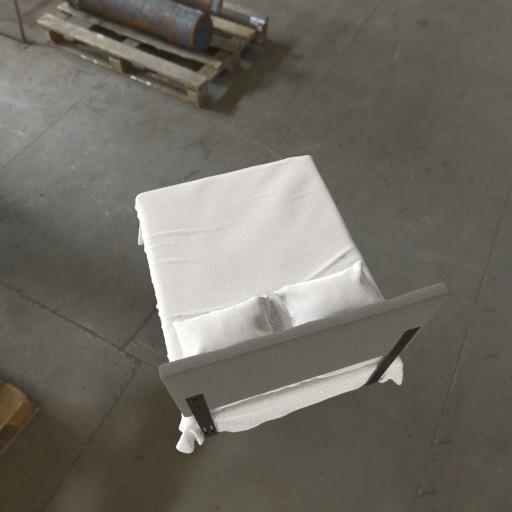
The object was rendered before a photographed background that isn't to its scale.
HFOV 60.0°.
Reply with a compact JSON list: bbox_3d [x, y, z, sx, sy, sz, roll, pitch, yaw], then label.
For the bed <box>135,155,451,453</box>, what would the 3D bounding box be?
[{"bbox_3d":[0.000,0.000,3.483,1.936,1.577,2.222,-15,59,-9],"label":"bed"}]
